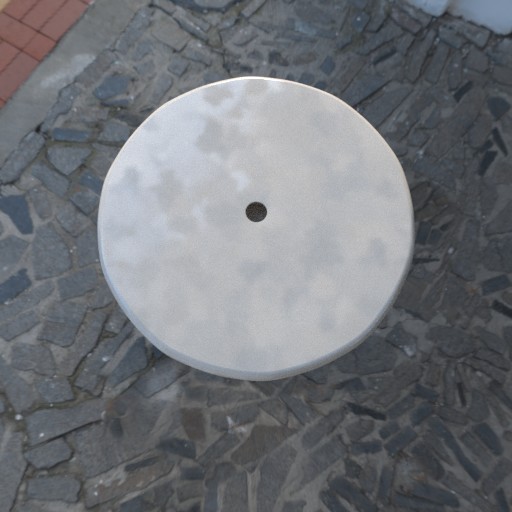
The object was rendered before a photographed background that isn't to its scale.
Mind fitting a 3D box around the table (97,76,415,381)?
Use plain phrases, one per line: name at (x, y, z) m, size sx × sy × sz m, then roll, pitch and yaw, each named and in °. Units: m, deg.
table at (0.000, 0.000, 0.665) m, size 0.352 × 0.387 × 0.352 m, roll 0°, pitch 76°, yaw 0°
